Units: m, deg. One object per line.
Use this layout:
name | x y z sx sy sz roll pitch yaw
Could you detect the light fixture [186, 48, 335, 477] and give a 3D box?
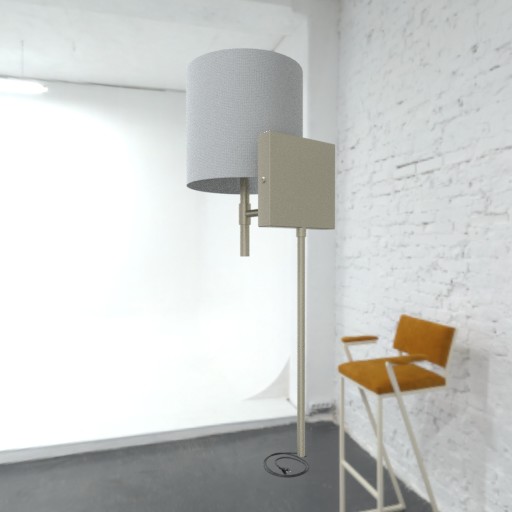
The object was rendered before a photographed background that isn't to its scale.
light fixture | 0.000 0.000 0.699 0.188 0.589 0.248 0 1 -37
